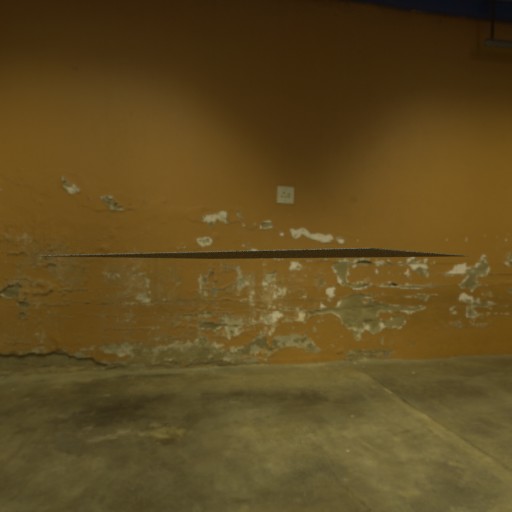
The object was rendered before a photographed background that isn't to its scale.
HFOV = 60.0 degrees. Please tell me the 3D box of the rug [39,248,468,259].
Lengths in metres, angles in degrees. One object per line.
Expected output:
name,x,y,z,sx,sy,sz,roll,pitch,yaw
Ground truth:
rug,0.000,0.000,4.115,3.200,0.007,2.443,-1,-1,36
